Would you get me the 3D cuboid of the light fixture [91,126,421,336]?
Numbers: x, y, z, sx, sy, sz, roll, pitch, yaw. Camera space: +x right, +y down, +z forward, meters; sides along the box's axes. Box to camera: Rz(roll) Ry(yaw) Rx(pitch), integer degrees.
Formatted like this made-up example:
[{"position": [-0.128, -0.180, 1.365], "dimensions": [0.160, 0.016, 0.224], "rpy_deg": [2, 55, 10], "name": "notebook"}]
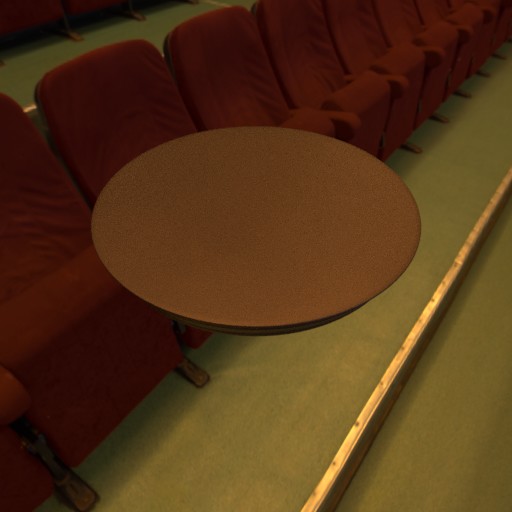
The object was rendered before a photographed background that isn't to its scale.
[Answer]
[{"position": [0.000, 0.000, 0.434], "dimensions": [0.280, 0.135, 0.280], "rpy_deg": [0, 43, 0], "name": "light fixture"}]
